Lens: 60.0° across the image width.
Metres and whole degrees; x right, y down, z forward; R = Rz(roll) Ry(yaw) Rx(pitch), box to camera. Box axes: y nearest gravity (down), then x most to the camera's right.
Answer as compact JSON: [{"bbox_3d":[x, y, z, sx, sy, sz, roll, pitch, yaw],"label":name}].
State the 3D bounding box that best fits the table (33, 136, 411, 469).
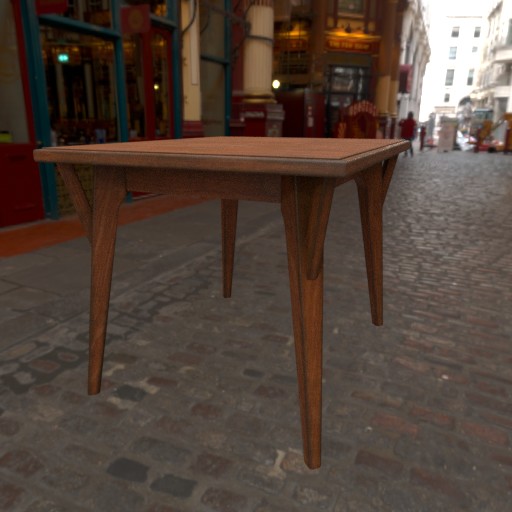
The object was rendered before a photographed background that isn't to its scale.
[{"bbox_3d":[0.000,0.000,1.539,0.838,0.761,0.991,8,19,24],"label":"table"}]
